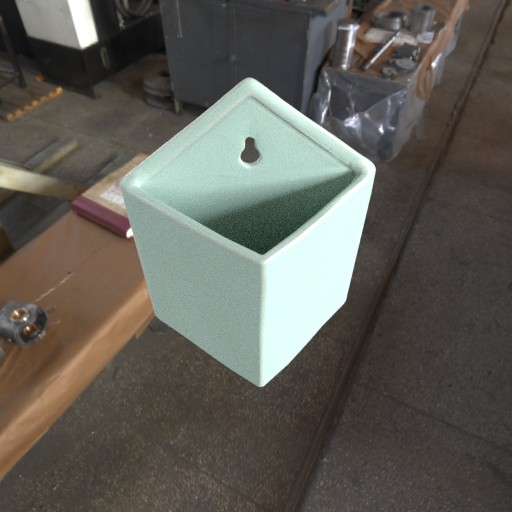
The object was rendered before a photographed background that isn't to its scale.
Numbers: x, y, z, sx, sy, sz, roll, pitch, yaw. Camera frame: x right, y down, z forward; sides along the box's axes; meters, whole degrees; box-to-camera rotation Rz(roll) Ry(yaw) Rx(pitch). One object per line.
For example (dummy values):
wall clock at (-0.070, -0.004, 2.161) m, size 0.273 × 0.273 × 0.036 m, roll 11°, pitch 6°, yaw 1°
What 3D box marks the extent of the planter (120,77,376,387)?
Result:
planter at (0.000, 0.000, 0.282) m, size 0.164 × 0.197 × 0.079 m, roll -4°, pitch 46°, yaw -4°
